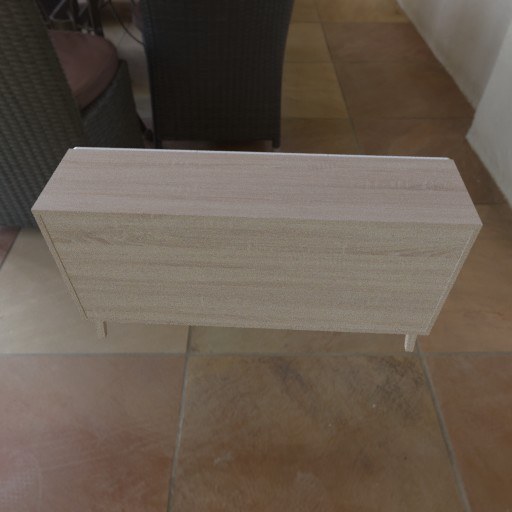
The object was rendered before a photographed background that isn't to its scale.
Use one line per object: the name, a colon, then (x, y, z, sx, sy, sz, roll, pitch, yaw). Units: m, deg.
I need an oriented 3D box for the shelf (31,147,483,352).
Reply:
shelf: (0.000, 0.000, 1.877, 1.490, 0.780, 0.400, 2, 46, 2)
